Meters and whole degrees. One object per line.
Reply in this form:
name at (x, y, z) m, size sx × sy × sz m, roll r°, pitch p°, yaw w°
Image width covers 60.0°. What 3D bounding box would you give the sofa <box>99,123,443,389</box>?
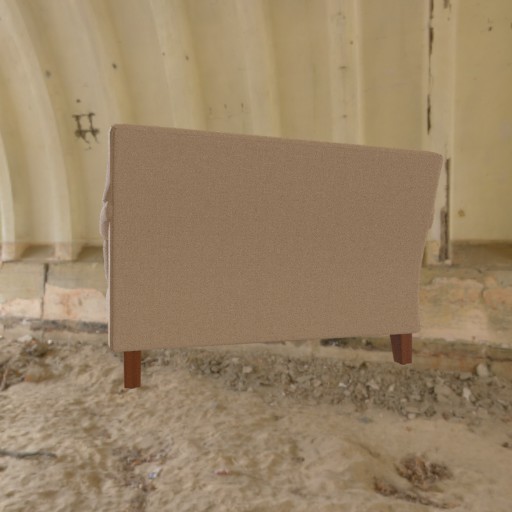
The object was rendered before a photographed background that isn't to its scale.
sofa at (0.000, 0.000, 2.274) m, size 1.508 × 1.048 × 1.087 m, roll 0°, pitch 0°, yaw -18°
